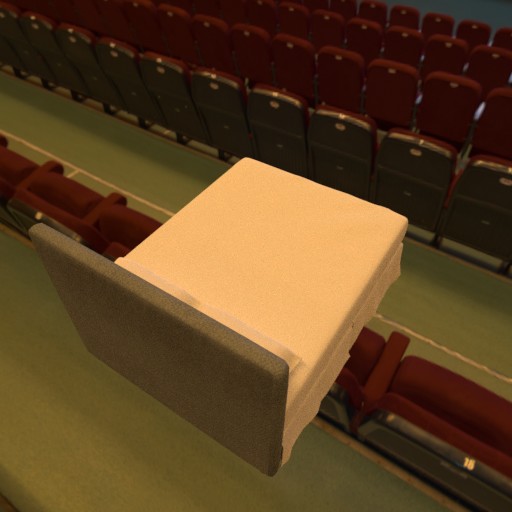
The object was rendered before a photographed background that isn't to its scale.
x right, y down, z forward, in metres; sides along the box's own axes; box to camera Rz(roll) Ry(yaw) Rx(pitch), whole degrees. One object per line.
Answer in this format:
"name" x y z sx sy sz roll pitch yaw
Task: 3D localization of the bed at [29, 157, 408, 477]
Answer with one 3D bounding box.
"bed" 0.000 0.000 3.200 1.713 1.330 2.142 25 51 22
